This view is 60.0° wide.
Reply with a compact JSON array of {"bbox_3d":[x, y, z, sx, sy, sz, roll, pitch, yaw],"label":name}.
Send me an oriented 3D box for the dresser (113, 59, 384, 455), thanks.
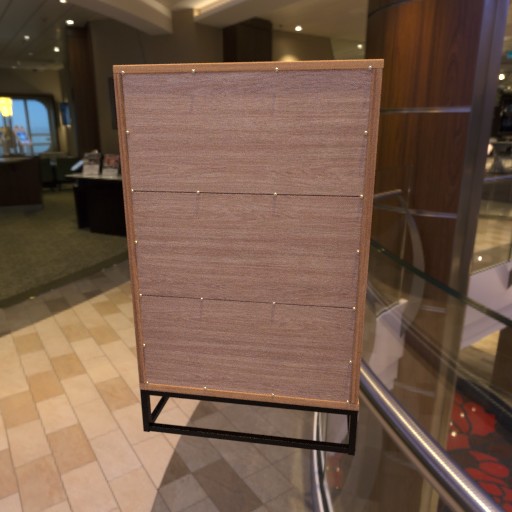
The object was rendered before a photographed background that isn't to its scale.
[{"bbox_3d":[0.000,0.000,1.610,0.761,1.240,0.479,3,16,9],"label":"dresser"}]
